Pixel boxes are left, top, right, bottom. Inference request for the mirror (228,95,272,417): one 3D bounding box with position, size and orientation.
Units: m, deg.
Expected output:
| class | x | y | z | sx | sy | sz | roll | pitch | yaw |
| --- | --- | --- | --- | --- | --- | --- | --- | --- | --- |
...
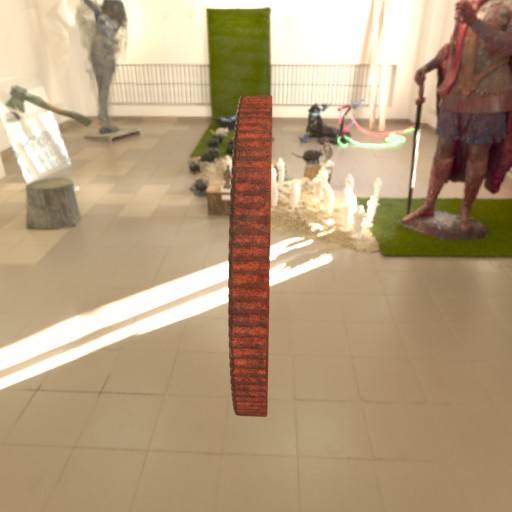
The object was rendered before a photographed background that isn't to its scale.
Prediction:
| class | x | y | z | sx | sy | sz | roll | pitch | yaw |
| --- | --- | --- | --- | --- | --- | --- | --- | --- | --- |
| mirror | 0.000 | 0.000 | 0.894 | 0.056 | 0.609 | 0.609 | 1 | 28 | 2 |
